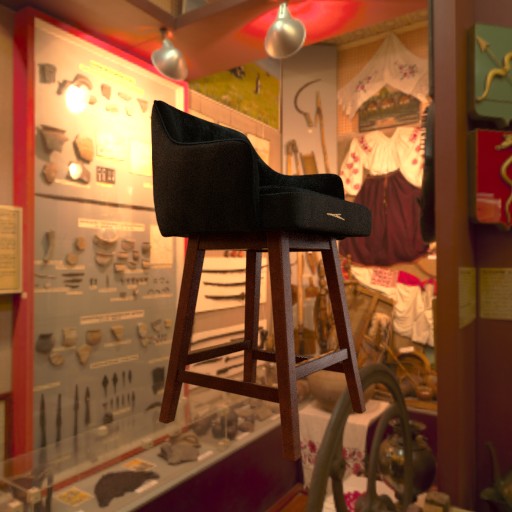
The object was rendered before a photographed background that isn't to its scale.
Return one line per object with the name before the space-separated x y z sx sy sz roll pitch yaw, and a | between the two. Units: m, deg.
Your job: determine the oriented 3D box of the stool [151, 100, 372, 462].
stool | 0.000 0.000 1.319 0.560 0.940 0.550 -1 -1 35
